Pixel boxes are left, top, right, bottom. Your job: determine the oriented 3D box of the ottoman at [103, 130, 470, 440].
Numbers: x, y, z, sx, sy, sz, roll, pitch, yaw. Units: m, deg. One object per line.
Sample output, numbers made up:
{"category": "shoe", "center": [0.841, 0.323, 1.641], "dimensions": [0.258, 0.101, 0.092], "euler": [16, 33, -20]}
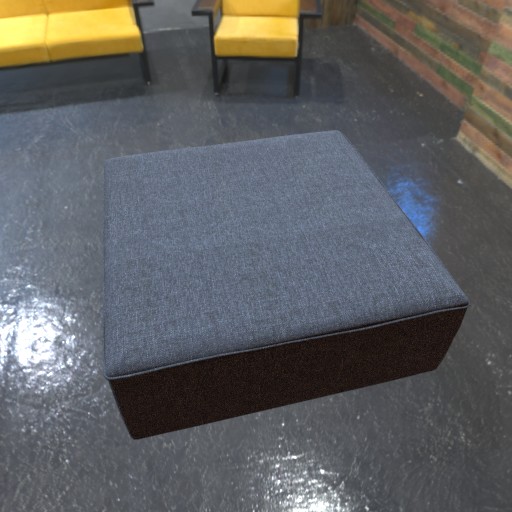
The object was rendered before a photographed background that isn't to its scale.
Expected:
{"category": "ottoman", "center": [0.000, 0.000, 1.607], "dimensions": [1.023, 0.423, 1.017], "euler": [-9, 45, -9]}
